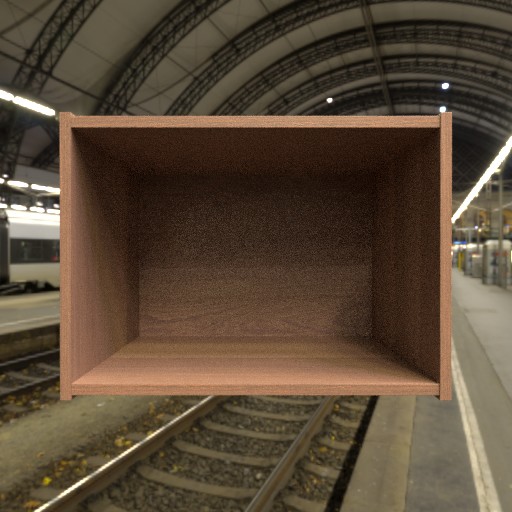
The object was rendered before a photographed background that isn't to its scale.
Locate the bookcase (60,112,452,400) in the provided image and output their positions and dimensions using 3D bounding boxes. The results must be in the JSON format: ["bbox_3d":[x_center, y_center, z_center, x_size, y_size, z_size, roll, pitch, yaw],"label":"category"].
[{"bbox_3d":[0.000,0.000,0.614,0.415,0.305,0.290,0,0,0],"label":"bookcase"}]
